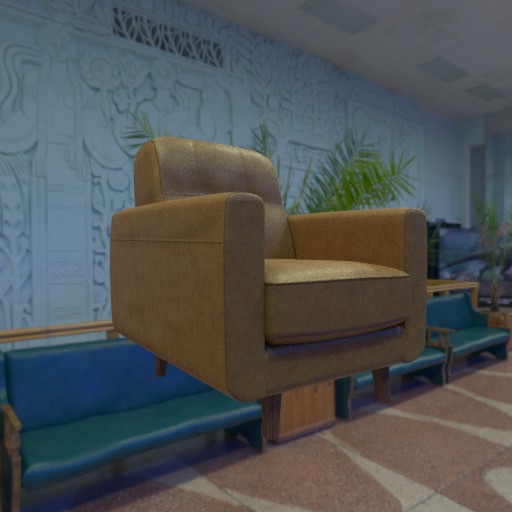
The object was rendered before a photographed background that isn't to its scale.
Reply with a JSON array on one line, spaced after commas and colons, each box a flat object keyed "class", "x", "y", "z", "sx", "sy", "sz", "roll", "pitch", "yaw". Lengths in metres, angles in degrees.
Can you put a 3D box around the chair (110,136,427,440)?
[{"class": "chair", "x": 0.000, "y": 0.000, "z": 1.656, "sx": 0.845, "sy": 0.968, "sz": 0.942, "roll": -1, "pitch": 1, "yaw": -36}]
